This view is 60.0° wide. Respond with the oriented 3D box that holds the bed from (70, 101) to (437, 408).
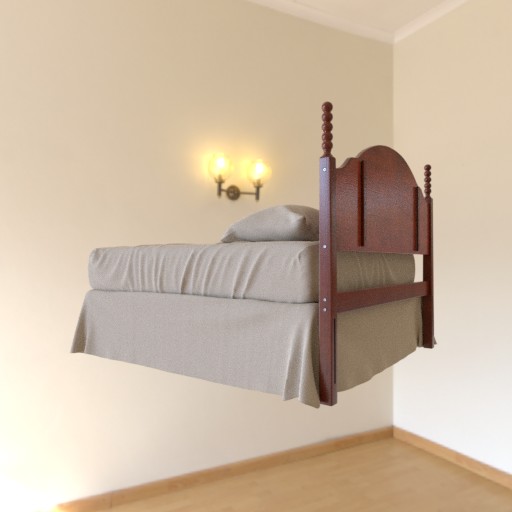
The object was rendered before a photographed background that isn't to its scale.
[{"bbox_3d":[0.000,0.000,3.206,2.040,1.356,1.873,-1,-1,36],"label":"bed"}]
